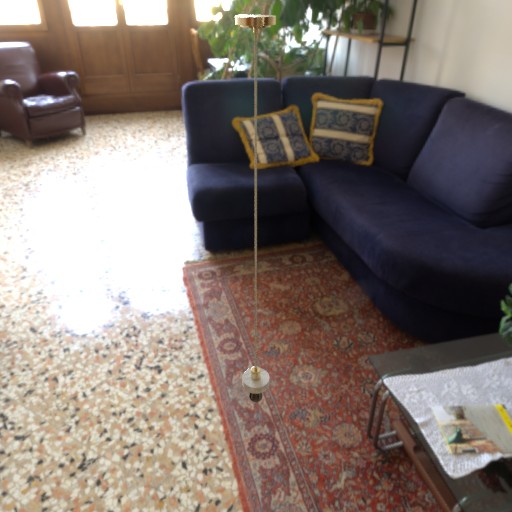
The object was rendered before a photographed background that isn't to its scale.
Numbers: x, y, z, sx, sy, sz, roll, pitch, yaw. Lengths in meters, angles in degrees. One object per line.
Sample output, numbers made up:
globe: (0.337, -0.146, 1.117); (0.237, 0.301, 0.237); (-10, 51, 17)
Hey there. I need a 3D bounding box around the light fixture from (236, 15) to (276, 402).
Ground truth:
light fixture: (0.000, 0.000, 1.750); (0.129, 1.669, 0.129); (23, 38, 33)
